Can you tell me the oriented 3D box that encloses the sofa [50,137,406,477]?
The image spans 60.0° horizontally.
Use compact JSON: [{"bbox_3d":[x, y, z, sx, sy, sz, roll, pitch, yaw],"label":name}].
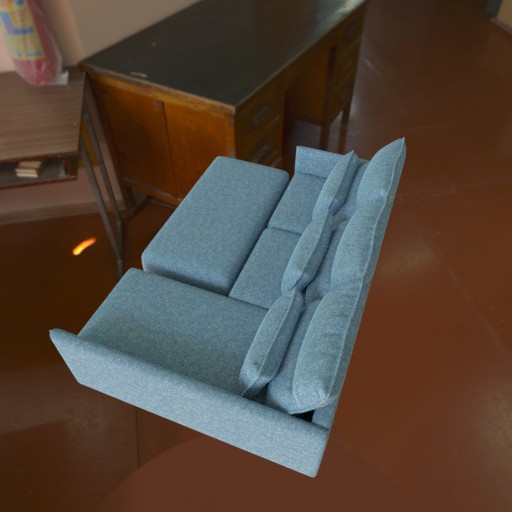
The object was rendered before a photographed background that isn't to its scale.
[{"bbox_3d":[0.000,0.000,2.765,1.420,0.899,2.034,16,49,14],"label":"sofa"}]
